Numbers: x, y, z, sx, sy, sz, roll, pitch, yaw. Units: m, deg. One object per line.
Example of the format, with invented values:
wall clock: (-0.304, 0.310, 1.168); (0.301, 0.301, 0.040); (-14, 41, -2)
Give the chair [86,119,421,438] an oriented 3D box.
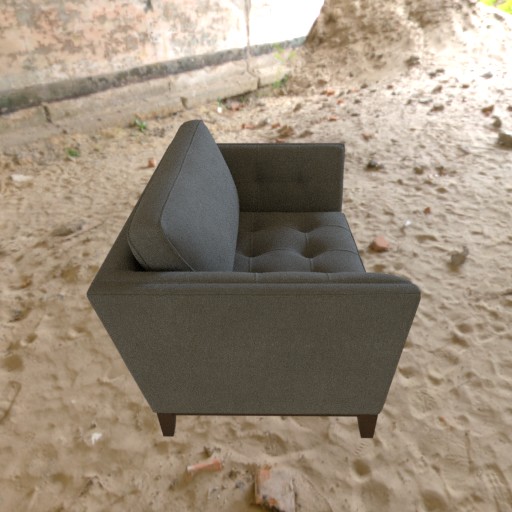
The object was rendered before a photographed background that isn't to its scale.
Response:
chair: (0.000, 0.000, 2.004); (0.965, 0.942, 1.396); (0, 32, 0)
